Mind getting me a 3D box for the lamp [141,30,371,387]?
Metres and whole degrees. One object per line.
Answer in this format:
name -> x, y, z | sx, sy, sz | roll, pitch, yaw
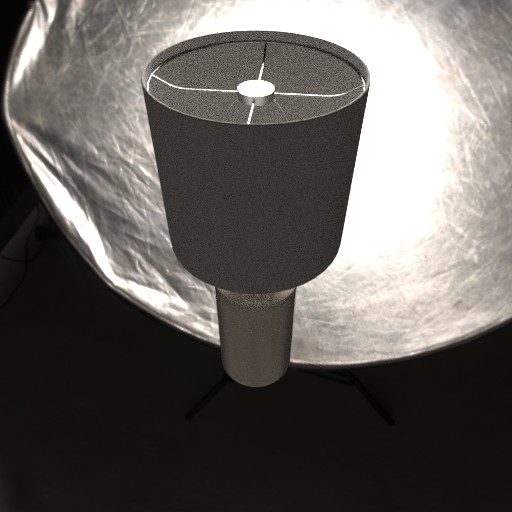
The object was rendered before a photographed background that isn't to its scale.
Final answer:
lamp -> 0.000, 0.000, 0.587 | 0.212, 0.493, 0.212 | 4, 45, 5
